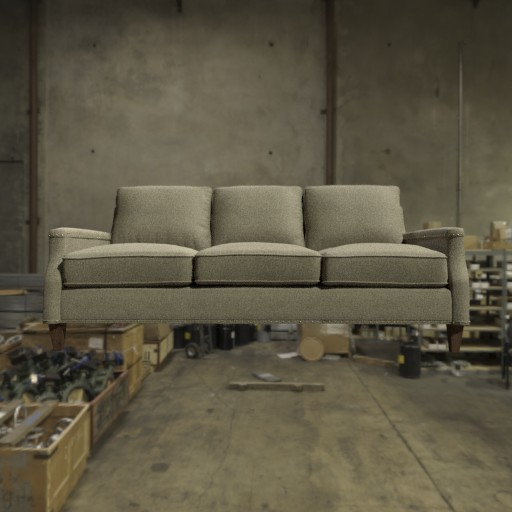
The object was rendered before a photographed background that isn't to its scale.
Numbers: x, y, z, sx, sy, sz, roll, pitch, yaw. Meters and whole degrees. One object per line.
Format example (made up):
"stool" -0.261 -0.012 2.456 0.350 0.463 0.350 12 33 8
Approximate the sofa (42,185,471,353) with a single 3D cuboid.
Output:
"sofa" 0.000 0.000 2.824 2.246 1.003 1.084 0 0 1
